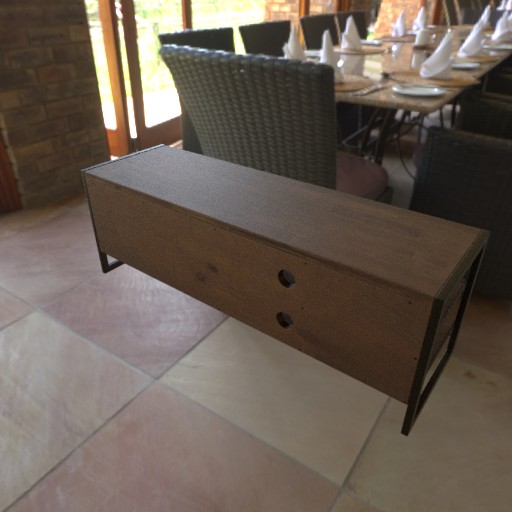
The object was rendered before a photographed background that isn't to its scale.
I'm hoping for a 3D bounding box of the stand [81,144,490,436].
[{"bbox_3d":[0.000,0.000,1.730,1.480,0.506,0.454,21,37,31],"label":"stand"}]
